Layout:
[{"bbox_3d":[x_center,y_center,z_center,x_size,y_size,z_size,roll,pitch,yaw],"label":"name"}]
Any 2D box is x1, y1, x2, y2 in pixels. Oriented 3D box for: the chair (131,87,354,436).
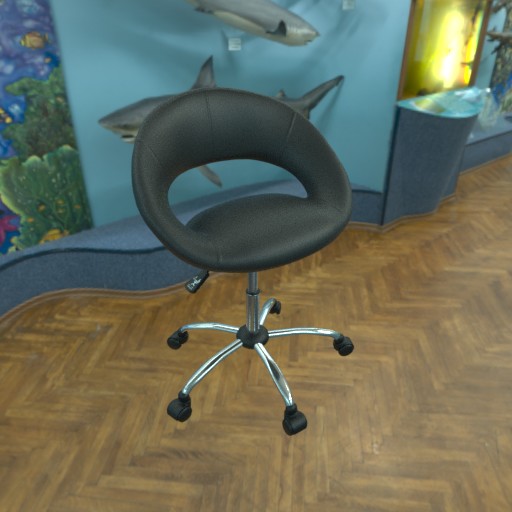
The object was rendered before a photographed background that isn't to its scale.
[{"bbox_3d":[0.000,0.000,1.173,0.612,0.791,0.538,-20,35,-32],"label":"chair"}]
